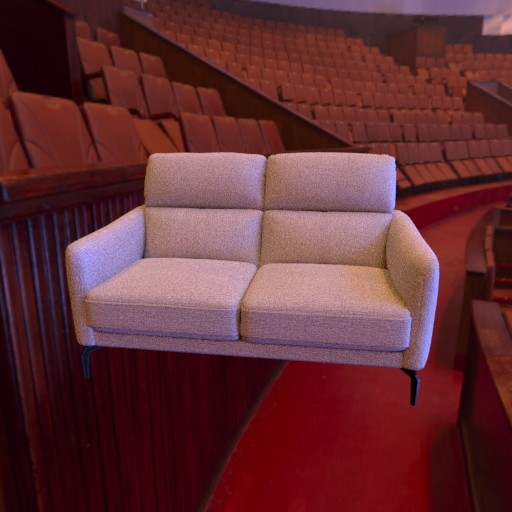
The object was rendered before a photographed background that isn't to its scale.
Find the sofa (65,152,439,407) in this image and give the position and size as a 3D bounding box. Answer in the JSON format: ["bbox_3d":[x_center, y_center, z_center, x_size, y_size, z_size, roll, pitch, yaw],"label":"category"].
[{"bbox_3d":[0.000,0.000,2.138,1.540,0.950,0.905,2,15,8],"label":"sofa"}]
